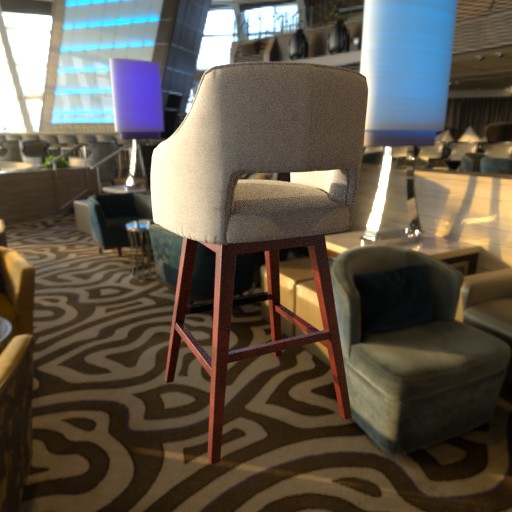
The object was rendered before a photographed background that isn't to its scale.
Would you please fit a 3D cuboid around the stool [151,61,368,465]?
[{"bbox_3d":[0.000,0.000,1.338,0.548,1.012,0.558,-7,17,-25],"label":"stool"}]
